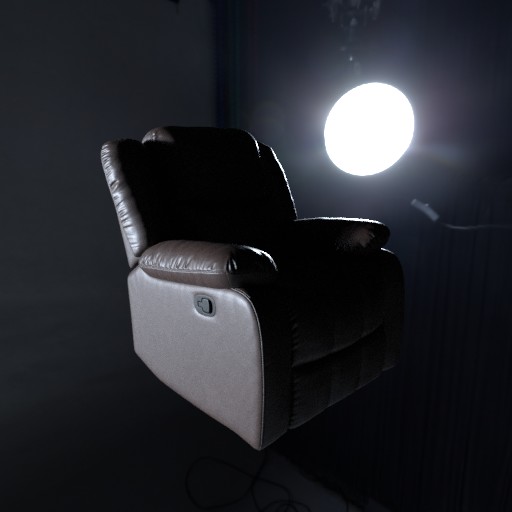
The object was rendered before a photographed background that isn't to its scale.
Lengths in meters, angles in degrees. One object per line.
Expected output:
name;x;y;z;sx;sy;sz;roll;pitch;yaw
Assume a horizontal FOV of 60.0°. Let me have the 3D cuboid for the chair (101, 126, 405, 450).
chair;0.000;0.000;1.763;0.899;1.009;0.934;-13;18;-42
